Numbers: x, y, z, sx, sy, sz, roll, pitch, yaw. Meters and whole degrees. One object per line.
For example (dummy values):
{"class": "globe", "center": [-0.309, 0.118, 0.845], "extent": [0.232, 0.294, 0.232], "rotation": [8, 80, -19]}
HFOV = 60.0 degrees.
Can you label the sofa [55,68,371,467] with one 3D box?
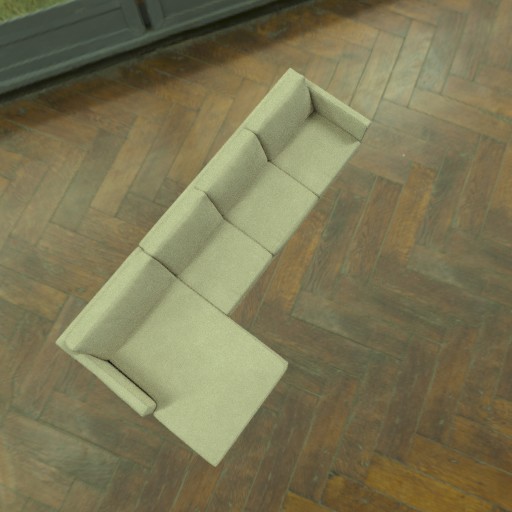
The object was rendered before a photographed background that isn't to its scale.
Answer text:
{"class": "sofa", "center": [0.000, 0.000, 3.947], "extent": [1.625, 0.846, 3.186], "rotation": [36, 79, 8]}
